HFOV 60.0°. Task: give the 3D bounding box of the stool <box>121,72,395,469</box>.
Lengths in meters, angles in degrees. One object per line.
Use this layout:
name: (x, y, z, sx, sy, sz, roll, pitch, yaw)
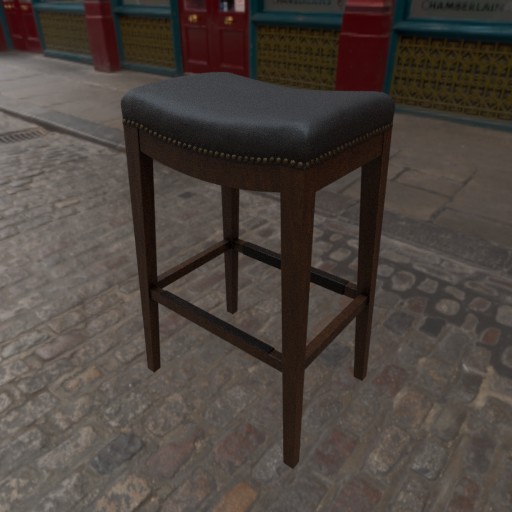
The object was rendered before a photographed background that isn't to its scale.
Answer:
stool: (0.000, 0.000, 1.055, 0.500, 0.765, 0.361, 22, 37, 32)
